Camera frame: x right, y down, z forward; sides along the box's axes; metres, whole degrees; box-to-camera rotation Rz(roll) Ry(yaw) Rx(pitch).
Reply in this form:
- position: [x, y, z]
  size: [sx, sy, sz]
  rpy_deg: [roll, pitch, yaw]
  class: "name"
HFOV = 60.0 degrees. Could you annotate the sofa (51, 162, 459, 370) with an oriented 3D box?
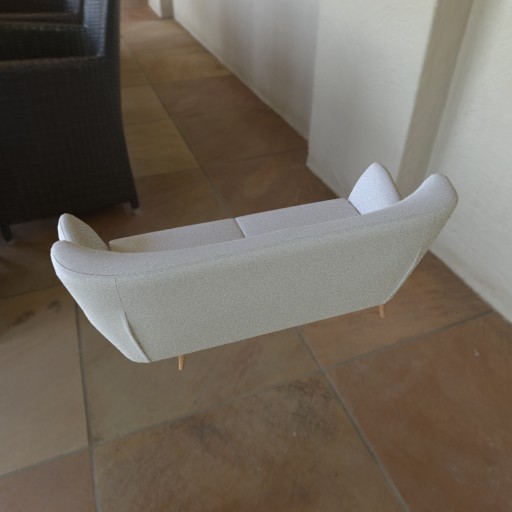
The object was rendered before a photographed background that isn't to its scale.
- position: [0.000, 0.000, 2.366]
  size: [1.930, 0.890, 0.899]
  rpy_deg: [-12, 41, -14]
  class: "sofa"
